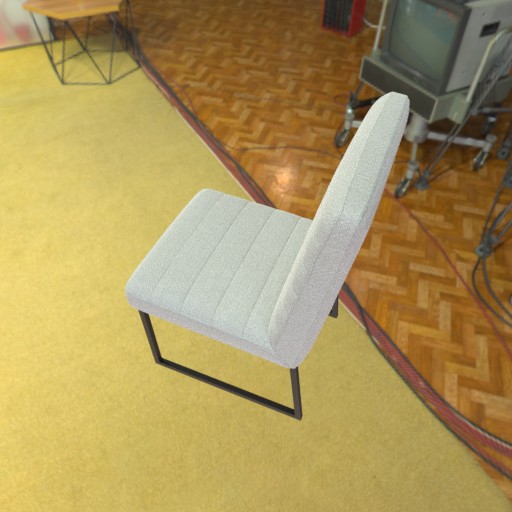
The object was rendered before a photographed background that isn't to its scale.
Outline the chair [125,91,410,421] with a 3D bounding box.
[{"bbox_3d":[0.000,0.000,1.337,0.634,0.930,0.520,17,49,15],"label":"chair"}]
